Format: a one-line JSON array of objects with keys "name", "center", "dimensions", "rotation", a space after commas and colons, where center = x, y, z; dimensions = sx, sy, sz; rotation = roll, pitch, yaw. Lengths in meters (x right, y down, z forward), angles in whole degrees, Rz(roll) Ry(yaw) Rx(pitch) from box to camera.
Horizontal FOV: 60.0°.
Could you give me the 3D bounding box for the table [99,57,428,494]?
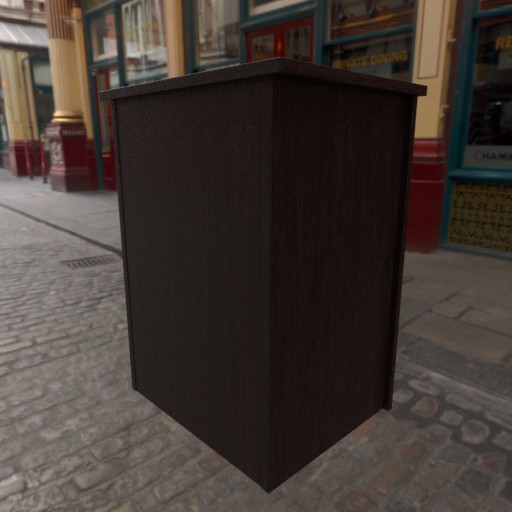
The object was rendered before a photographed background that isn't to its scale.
[{"name": "table", "center": [0.000, 0.000, 0.894], "dimensions": [0.381, 0.635, 0.480], "rotation": [-13, 19, -42]}]
